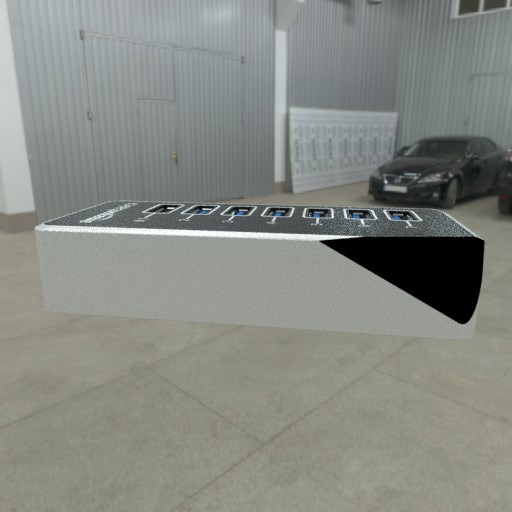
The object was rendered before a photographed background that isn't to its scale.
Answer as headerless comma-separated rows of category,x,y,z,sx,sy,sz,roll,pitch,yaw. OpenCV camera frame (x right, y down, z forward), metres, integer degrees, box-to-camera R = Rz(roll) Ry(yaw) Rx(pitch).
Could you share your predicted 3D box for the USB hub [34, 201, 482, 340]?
USB hub,0.000,0.000,0.127,0.110,0.023,0.044,3,16,9
